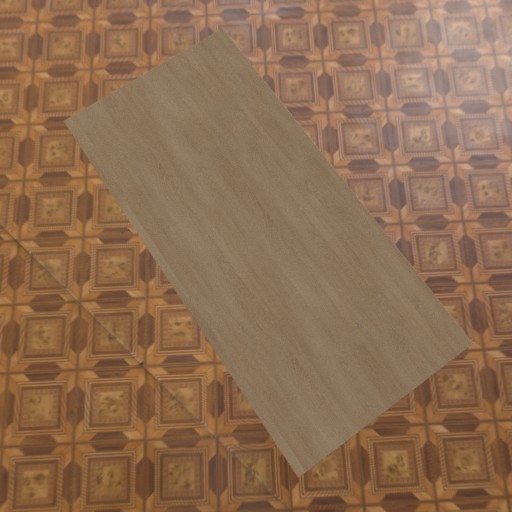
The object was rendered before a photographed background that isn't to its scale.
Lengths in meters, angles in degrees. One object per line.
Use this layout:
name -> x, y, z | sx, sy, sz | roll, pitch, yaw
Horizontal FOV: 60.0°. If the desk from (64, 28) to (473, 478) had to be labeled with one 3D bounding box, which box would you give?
desk -> 0.000, 0.000, 1.682 | 0.600, 0.770, 1.251 | -34, 79, -8
